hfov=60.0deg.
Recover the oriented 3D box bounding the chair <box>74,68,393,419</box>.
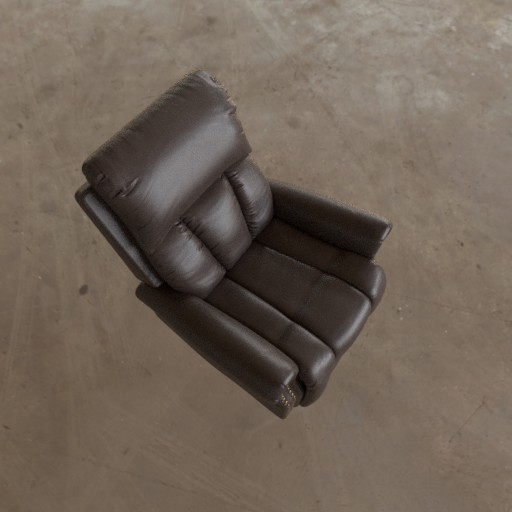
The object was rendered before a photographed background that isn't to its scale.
[{"bbox_3d":[0.000,0.000,1.748,0.978,1.028,0.869,31,65,17],"label":"chair"}]
